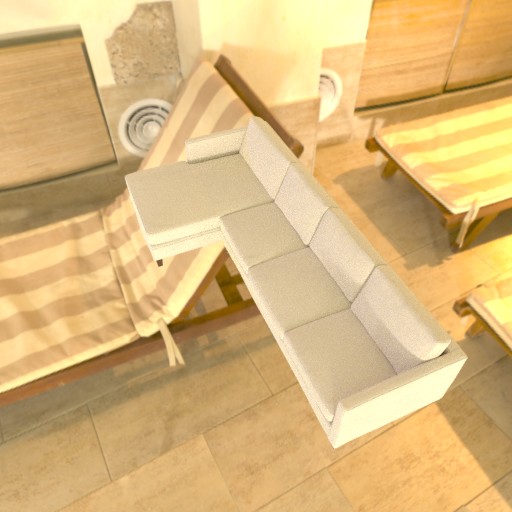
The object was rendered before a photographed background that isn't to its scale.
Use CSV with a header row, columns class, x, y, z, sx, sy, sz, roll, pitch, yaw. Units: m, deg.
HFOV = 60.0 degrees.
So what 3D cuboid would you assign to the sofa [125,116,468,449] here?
class,x,y,z,sx,sy,sz,roll,pitch,yaw
sofa,0.000,0.000,3.806,1.625,0.846,3.186,-18,49,-16
